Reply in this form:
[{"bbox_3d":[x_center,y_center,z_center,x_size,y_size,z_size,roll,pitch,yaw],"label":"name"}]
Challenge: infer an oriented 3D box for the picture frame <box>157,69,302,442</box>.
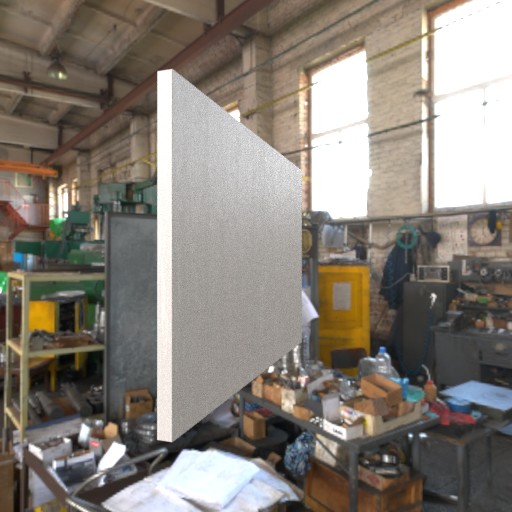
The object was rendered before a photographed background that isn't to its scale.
[{"bbox_3d":[0.000,0.000,1.212,0.029,0.640,0.950,0,0,19],"label":"picture frame"}]
